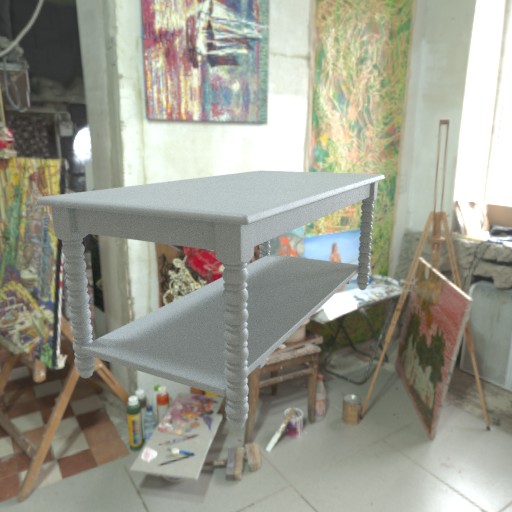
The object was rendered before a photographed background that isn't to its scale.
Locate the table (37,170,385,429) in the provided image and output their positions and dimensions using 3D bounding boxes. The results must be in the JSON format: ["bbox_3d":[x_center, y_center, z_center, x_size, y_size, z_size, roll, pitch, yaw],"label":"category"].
[{"bbox_3d":[0.000,0.000,1.488,0.580,0.487,1.171,7,16,27],"label":"table"}]
